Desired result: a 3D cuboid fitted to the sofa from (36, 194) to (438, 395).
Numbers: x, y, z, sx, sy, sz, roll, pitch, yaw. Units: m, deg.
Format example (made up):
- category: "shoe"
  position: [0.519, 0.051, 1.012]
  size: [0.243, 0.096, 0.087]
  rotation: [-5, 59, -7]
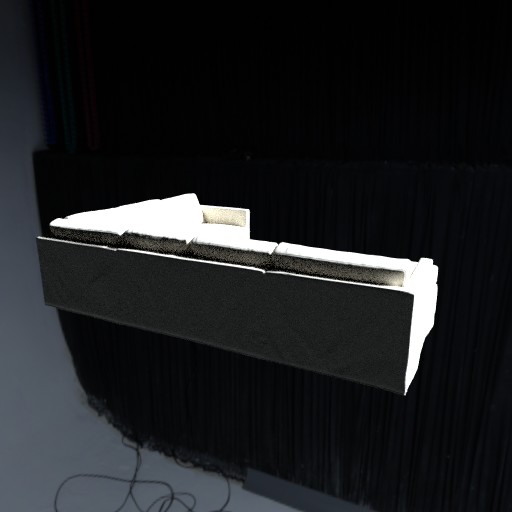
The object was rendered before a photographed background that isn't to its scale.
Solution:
- category: "sofa"
  position: [0.000, 0.000, 4.510]
  size: [3.464, 0.882, 2.448]
  rotation: [7, 17, 26]
